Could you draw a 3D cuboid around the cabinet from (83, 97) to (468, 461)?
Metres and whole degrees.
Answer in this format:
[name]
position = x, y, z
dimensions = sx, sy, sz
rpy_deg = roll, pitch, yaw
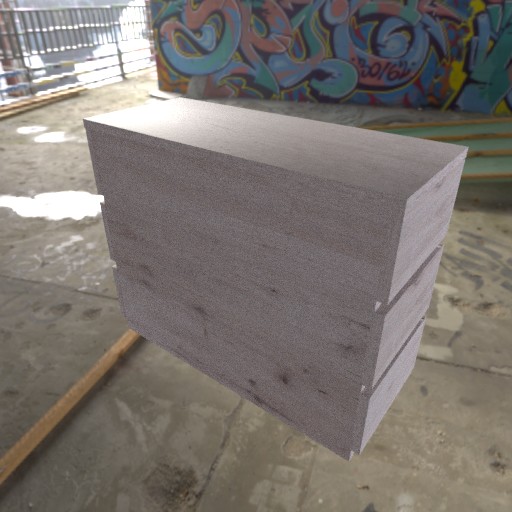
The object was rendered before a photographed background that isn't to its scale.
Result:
[cabinet]
position = 0.000, 0.000, 1.463
dimensions = 1.040, 0.820, 0.420
rpy_deg = 21, 37, 31
